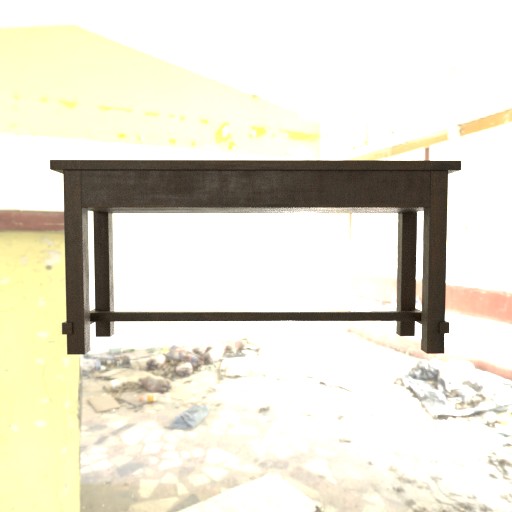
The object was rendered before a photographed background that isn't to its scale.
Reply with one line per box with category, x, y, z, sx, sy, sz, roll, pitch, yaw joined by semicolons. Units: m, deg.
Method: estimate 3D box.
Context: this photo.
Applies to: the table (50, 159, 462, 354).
table;0.000;0.000;1.949;1.599;0.762;0.442;0;2;0
